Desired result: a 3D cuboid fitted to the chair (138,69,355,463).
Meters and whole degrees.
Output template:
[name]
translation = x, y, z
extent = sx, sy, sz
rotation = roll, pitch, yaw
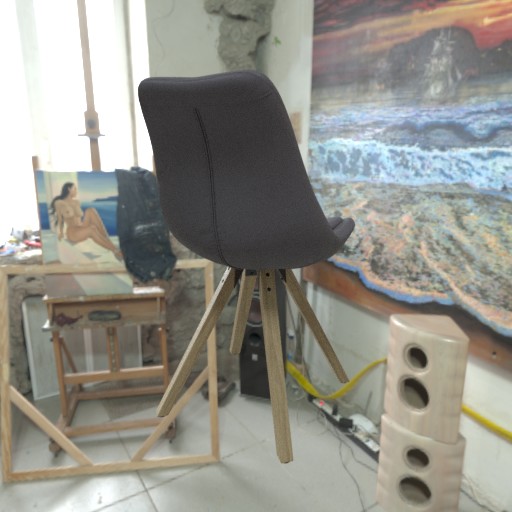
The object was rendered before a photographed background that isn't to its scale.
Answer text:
[chair]
translation = 0.000, 0.000, 1.203
extent = 0.483, 0.865, 0.547
rotation = 8, 17, 27
